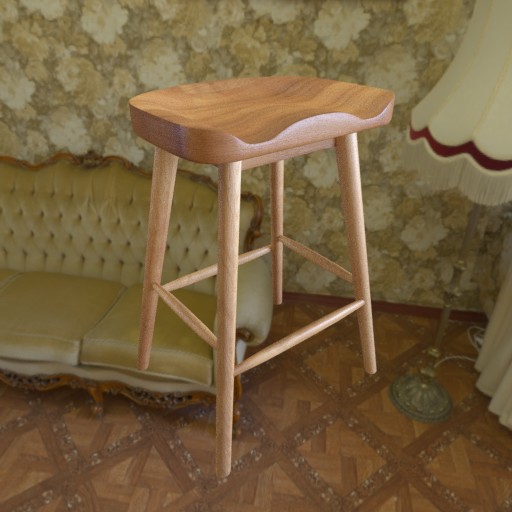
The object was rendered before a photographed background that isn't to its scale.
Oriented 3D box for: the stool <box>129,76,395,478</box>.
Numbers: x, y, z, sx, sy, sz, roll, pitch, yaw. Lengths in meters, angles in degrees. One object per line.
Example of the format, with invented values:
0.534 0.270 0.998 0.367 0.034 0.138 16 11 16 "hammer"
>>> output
0.000 0.000 0.879 0.440 0.615 0.361 -22 37 -32 "stool"
